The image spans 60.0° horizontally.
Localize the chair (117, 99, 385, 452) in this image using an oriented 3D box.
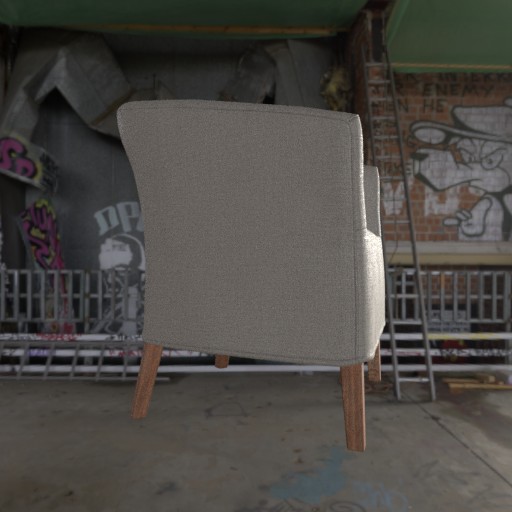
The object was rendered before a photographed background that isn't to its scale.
[{"bbox_3d":[0.000,0.000,1.231,0.668,0.771,0.600,0,0,19],"label":"chair"}]
